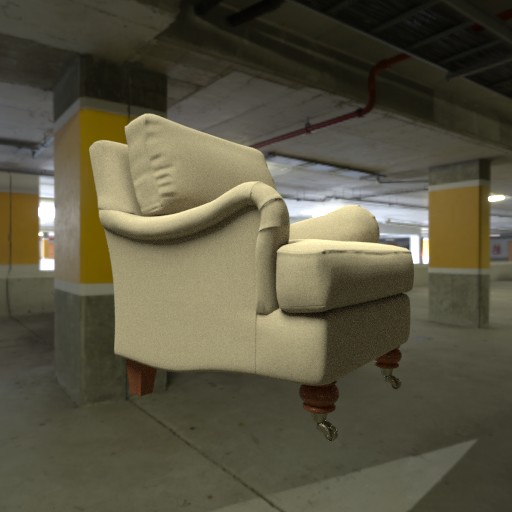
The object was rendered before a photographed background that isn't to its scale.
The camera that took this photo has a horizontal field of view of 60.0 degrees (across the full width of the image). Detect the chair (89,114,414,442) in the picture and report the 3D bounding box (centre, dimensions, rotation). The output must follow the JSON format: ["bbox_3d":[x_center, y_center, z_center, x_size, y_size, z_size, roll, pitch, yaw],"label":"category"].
[{"bbox_3d":[0.000,0.000,1.814,1.078,1.076,0.895,0,0,35],"label":"chair"}]
